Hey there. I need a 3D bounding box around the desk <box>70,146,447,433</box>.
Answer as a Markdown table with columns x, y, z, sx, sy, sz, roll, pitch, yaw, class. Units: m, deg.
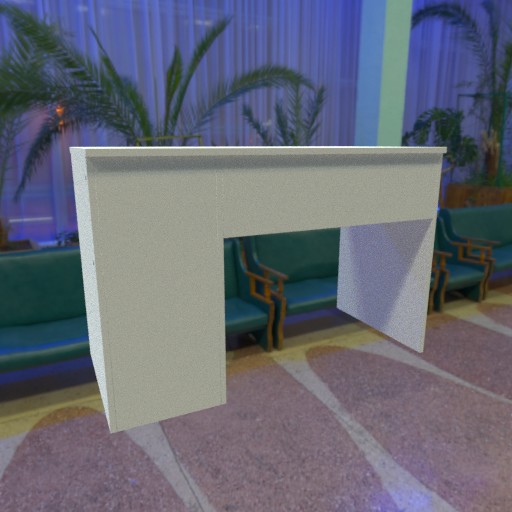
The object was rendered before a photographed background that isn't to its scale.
| x | y | z | sx | sy | sz | roll | pitch | yaw | class |
| --- | --- | --- | --- | --- | --- | --- | --- | --- | --- |
| 0.000 | 0.000 | 1.531 | 1.096 | 0.730 | 0.560 | -7 | 16 | -25 | desk |
